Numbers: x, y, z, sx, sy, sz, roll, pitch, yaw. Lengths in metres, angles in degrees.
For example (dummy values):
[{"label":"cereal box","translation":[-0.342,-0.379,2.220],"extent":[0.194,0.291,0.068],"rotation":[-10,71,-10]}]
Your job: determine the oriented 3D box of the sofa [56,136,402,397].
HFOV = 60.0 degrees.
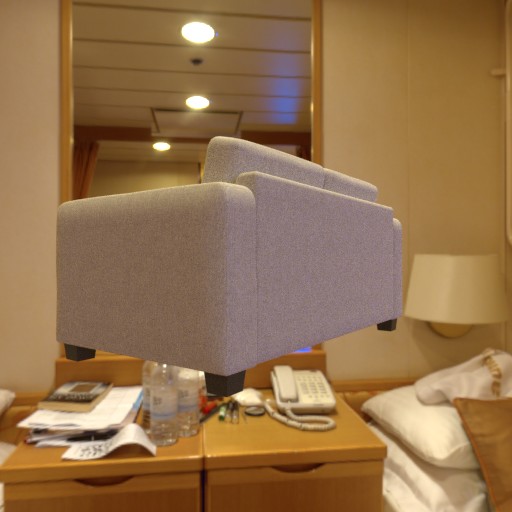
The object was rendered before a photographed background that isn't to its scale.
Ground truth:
[{"label":"sofa","translation":[0.000,0.000,2.075],"extent":[0.900,0.800,1.540],"rotation":[0,0,36]}]
